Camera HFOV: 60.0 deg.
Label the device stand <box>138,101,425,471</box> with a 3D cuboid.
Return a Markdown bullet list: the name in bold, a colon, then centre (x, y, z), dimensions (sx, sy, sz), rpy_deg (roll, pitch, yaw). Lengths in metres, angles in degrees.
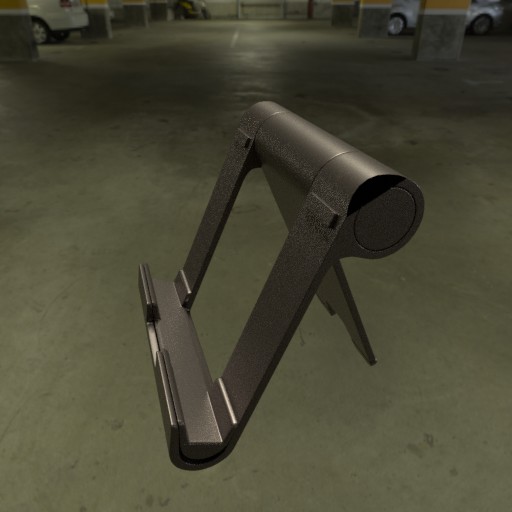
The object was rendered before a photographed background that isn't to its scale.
- **device stand**: centre (0.000, 0.000, 0.151), dimensions (0.079, 0.084, 0.088), rpy_deg (-10, 32, -16)
